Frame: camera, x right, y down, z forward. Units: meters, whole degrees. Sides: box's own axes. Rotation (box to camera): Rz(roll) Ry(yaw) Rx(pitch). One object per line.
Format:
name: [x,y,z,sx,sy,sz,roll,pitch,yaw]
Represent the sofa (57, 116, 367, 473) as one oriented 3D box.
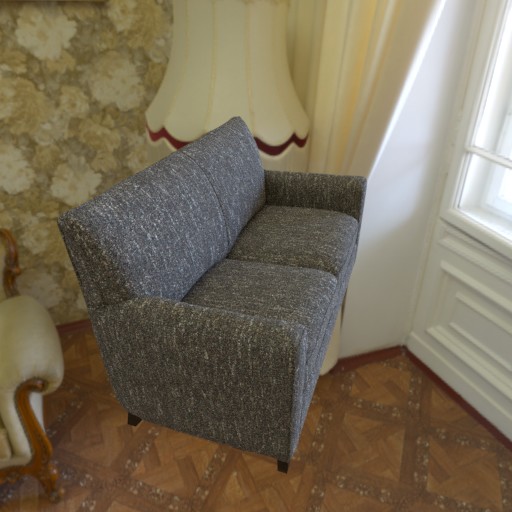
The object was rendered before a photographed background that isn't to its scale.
sofa: [0.000,0.000,2.050,0.801,0.946,1.519,10,31,17]
